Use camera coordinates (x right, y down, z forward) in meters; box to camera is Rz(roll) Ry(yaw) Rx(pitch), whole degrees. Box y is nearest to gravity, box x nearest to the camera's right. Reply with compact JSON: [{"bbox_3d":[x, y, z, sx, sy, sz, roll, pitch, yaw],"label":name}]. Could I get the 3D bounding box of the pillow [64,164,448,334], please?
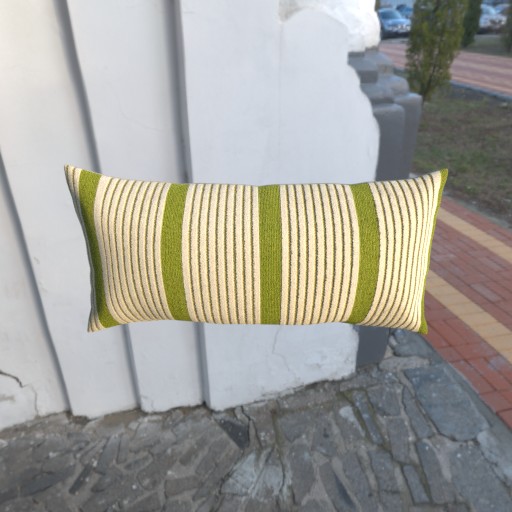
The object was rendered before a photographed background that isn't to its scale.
[{"bbox_3d":[0.000,0.000,0.742,0.608,0.292,0.156,0,29,1],"label":"pillow"}]
